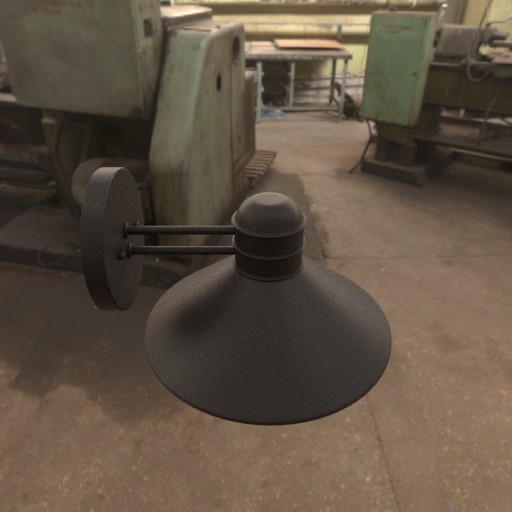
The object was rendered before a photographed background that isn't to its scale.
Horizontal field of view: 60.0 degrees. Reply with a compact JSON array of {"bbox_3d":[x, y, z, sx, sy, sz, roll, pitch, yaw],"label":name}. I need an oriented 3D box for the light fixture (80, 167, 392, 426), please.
[{"bbox_3d":[0.000,0.000,0.664,0.434,0.265,0.396,0,32,0],"label":"light fixture"}]
